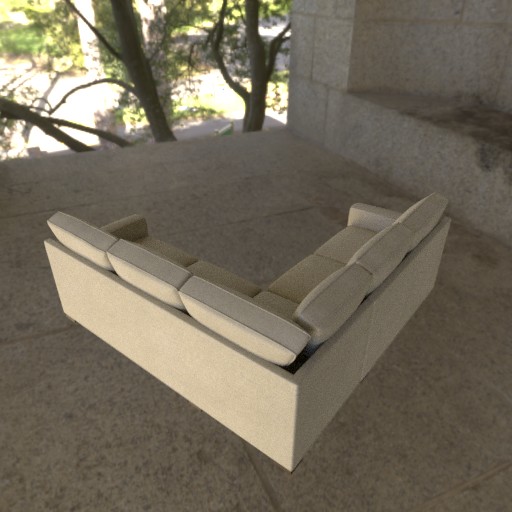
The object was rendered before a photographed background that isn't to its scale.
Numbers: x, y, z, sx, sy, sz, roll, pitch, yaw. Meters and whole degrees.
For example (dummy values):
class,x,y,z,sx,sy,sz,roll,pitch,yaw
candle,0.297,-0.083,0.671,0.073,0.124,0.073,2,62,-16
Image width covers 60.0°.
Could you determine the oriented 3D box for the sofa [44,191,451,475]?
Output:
class,x,y,z,sx,sy,sz,roll,pitch,yaw
sofa,0.000,0.000,3.432,2.211,0.936,2.188,22,38,31
